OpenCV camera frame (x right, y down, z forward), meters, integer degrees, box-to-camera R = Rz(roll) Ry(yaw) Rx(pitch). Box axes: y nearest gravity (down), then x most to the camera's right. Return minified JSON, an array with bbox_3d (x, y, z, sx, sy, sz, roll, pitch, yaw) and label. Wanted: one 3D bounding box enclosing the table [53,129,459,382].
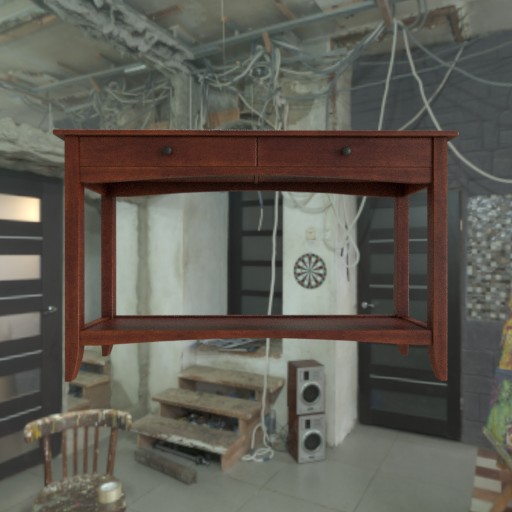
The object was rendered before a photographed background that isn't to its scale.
[{"bbox_3d":[0.000,0.000,1.490,1.188,0.739,0.392,0,0,-1],"label":"table"}]
